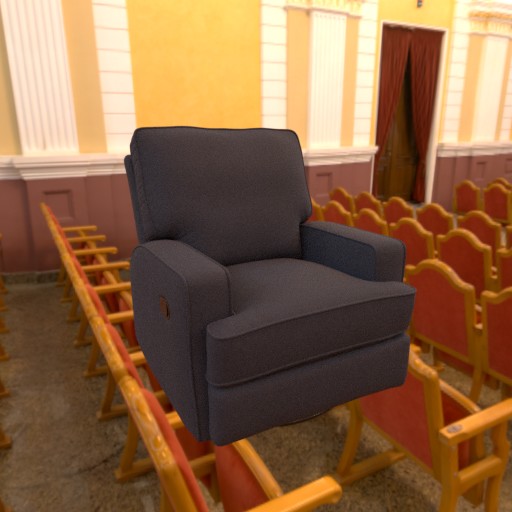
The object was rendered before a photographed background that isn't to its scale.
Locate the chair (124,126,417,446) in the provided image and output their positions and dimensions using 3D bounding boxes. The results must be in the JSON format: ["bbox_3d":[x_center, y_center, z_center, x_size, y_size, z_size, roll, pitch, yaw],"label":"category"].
[{"bbox_3d":[0.000,0.000,1.709,0.861,0.962,0.964,-9,19,-27],"label":"chair"}]
